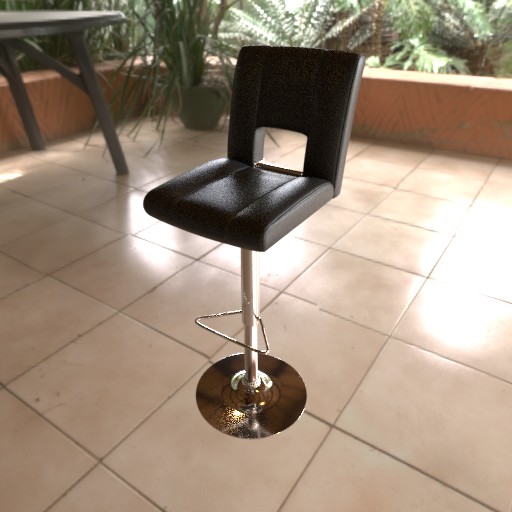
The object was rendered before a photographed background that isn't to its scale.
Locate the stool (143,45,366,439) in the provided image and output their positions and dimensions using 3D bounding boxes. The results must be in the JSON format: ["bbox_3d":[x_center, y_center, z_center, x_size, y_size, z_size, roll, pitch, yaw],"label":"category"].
[{"bbox_3d":[0.000,0.000,1.384,0.415,1.151,0.520,19,35,28],"label":"stool"}]
